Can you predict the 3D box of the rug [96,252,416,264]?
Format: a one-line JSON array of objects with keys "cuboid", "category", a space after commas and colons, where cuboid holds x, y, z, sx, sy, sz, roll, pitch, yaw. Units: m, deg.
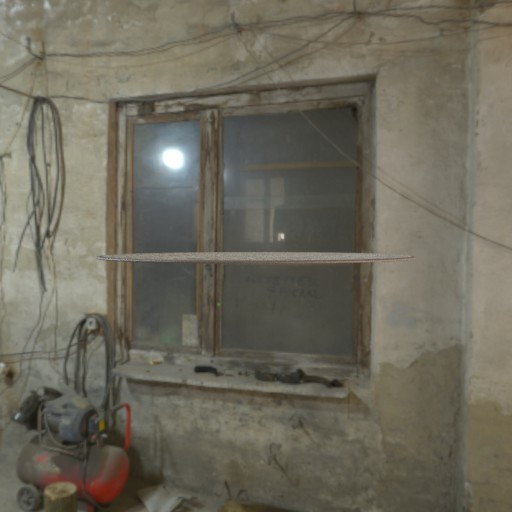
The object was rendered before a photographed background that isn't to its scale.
[{"cuboid": [0.000, 0.000, 2.343, 1.593, 0.012, 1.593, 0, 2, 0], "category": "rug"}]
